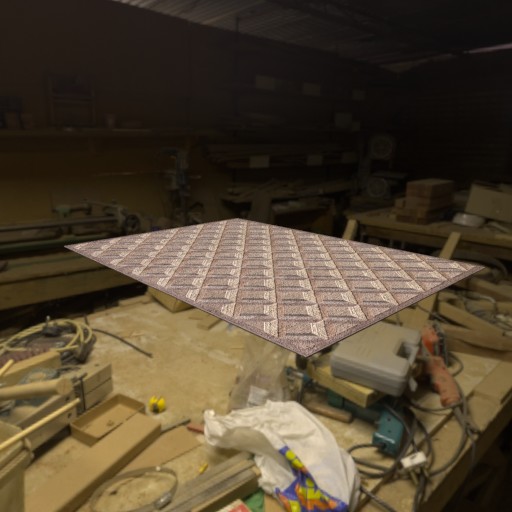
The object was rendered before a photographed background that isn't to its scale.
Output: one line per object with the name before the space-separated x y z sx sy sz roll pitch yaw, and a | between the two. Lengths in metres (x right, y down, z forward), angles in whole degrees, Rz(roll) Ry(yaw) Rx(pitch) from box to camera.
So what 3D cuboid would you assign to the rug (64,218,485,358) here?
rug | 0.000 0.000 4.226 2.382 0.018 3.294 -14 20 -41
